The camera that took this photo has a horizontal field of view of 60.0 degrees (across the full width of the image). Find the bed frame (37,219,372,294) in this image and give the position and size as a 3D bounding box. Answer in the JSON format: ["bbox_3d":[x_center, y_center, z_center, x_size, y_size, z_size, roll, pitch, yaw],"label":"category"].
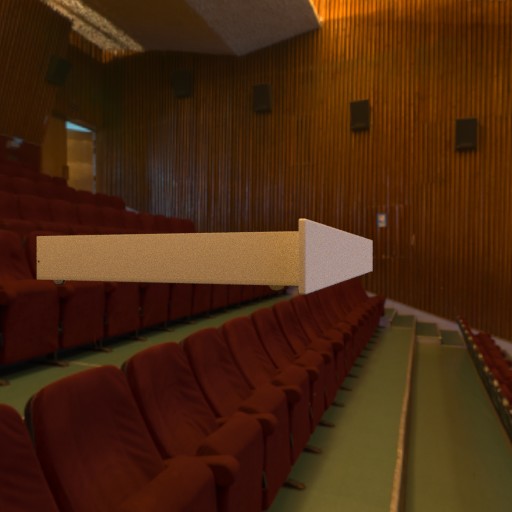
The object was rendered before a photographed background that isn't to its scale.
[{"bbox_3d":[0.000,0.000,1.547,0.670,0.141,1.300,0,0,20],"label":"bed frame"}]
